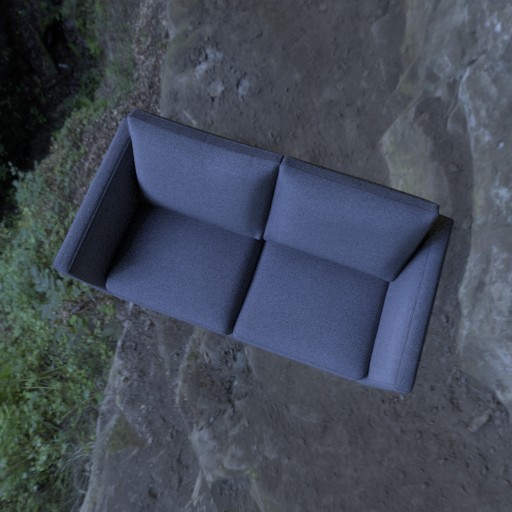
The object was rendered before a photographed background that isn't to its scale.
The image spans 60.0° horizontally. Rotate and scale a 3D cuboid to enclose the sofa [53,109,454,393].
[{"bbox_3d":[0.000,0.000,2.145,1.594,0.924,0.803,19,76,5],"label":"sofa"}]
